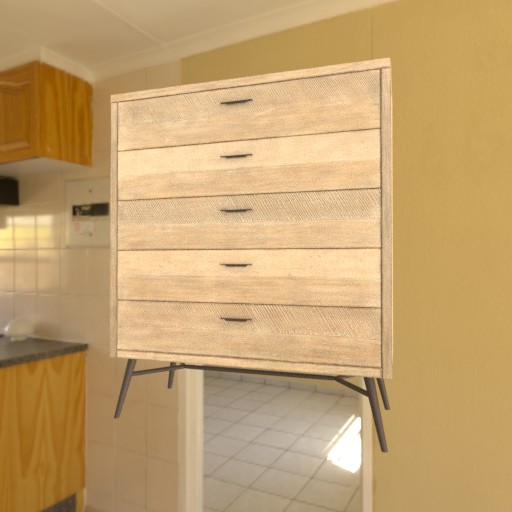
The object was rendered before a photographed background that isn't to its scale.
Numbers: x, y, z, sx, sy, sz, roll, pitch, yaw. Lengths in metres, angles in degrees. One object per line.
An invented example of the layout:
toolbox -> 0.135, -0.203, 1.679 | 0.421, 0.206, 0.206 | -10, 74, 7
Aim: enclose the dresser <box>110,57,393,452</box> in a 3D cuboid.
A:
dresser -> 0.000, 0.000, 1.725 | 1.016, 1.219, 0.457 | 0, -1, 18
